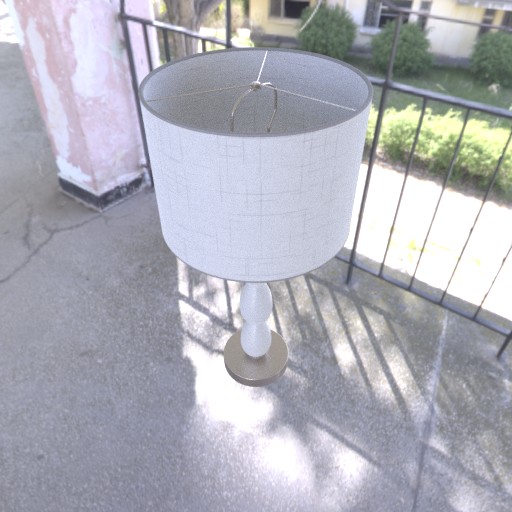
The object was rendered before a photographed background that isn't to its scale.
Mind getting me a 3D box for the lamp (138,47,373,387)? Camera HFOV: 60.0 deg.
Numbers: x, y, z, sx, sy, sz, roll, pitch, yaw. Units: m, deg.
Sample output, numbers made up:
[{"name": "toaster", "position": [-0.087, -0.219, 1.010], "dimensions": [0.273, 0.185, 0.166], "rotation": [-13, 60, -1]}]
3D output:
[{"name": "lamp", "position": [0.000, 0.000, 0.720], "dimensions": [0.280, 0.559, 0.282], "rotation": [26, 47, 27]}]
